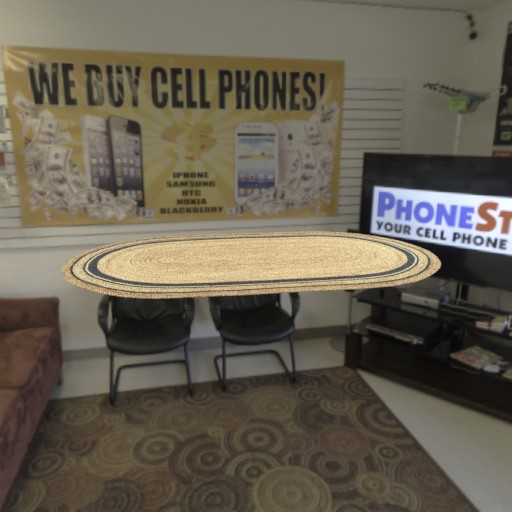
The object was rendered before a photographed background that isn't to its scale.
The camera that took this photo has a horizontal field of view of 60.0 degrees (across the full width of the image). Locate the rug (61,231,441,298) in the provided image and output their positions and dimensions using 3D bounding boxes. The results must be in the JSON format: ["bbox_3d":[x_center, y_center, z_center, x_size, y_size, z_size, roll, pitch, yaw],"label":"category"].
[{"bbox_3d":[0.000,0.000,2.974,2.432,0.006,1.520,-2,15,-9],"label":"rug"}]
